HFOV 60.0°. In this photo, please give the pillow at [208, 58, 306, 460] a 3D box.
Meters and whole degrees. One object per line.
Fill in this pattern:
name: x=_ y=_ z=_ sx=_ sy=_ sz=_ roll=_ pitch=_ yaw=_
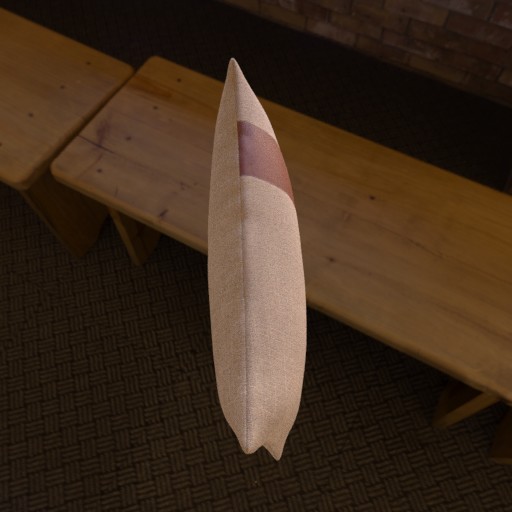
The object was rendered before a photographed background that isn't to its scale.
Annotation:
pillow: x=0.000 y=0.000 z=0.736 sx=0.155 sy=0.282 sz=0.612 roll=-3 pitch=63 yaw=-1
